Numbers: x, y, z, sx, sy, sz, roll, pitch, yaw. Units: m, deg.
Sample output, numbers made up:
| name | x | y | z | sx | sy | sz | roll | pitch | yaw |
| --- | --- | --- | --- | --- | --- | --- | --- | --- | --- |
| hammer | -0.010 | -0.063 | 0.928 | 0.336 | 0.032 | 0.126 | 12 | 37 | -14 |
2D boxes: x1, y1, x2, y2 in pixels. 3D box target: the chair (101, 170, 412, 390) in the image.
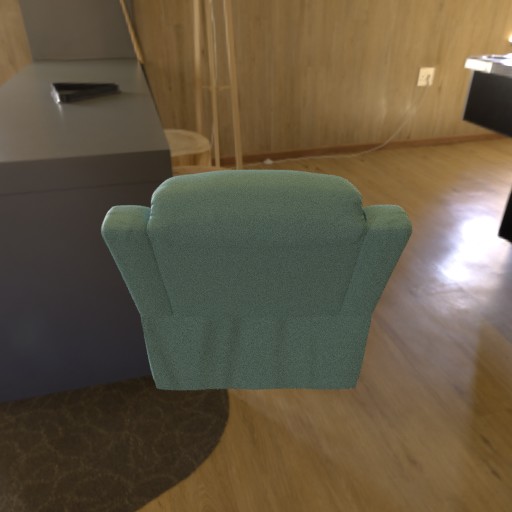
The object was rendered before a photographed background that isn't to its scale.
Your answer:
| name | x | y | z | sx | sy | sz | roll | pitch | yaw |
| --- | --- | --- | --- | --- | --- | --- | --- | --- | --- |
| chair | 0.000 | 0.000 | 1.260 | 0.680 | 0.702 | 0.709 | 0 | 31 | 0 |
